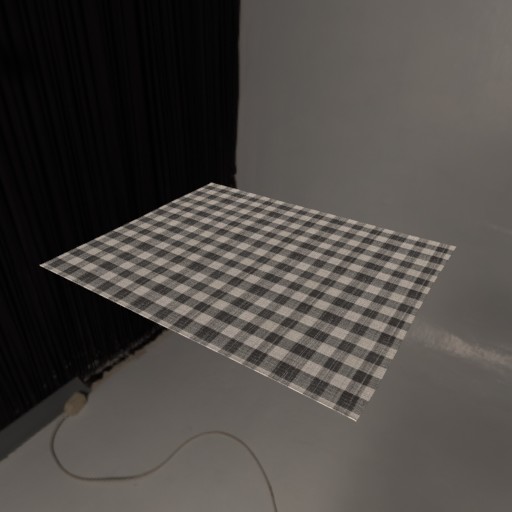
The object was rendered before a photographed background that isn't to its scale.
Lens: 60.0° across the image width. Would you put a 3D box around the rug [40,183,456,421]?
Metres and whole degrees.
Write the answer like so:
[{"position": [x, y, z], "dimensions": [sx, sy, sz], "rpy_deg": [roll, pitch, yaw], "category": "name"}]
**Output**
[{"position": [0.000, 0.000, 4.102], "dimensions": [3.021, 0.013, 2.432], "rpy_deg": [19, 35, 29], "category": "rug"}]
